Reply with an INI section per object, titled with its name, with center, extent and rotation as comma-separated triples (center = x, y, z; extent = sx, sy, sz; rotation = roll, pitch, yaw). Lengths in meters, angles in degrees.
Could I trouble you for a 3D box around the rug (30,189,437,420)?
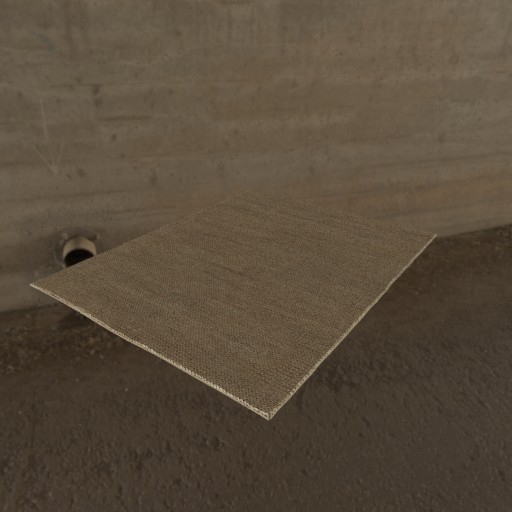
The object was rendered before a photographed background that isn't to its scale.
[rug]
center = 0.000, 0.000, 4.133
extent = 2.429, 0.030, 3.052
rotation = 18, 32, 32
